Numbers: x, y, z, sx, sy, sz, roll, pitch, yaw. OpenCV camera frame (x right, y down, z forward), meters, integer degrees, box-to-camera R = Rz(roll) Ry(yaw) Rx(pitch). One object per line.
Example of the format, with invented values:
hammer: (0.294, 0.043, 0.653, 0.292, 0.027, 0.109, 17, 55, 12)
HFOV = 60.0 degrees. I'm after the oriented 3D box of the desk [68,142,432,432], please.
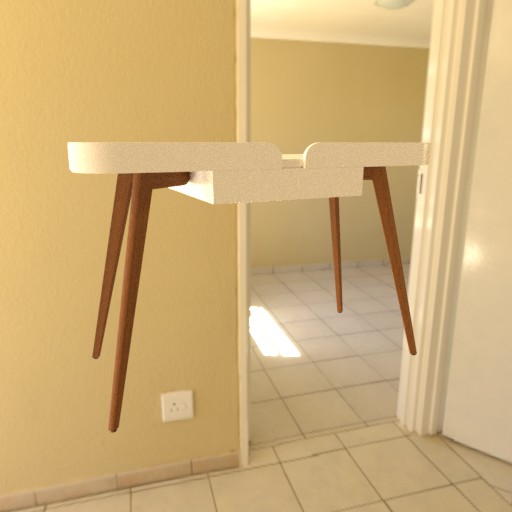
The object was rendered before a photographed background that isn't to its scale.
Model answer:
desk: (0.000, 0.000, 1.626, 1.206, 0.807, 0.534, -7, 16, -24)
